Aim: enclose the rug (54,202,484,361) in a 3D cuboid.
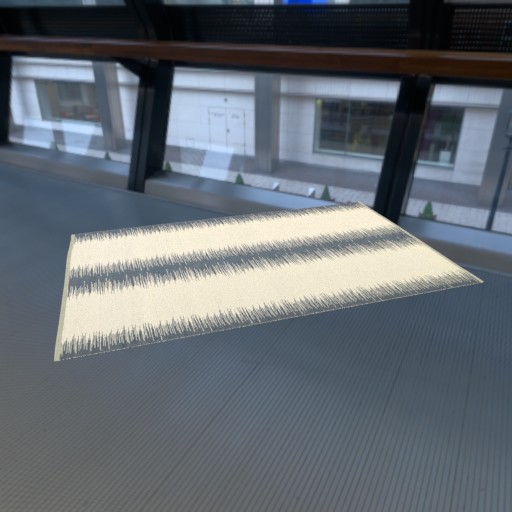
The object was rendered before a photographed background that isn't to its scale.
[{"bbox_3d":[0.000,0.000,3.023,2.453,0.003,1.519,-8,28,-16],"label":"rug"}]
